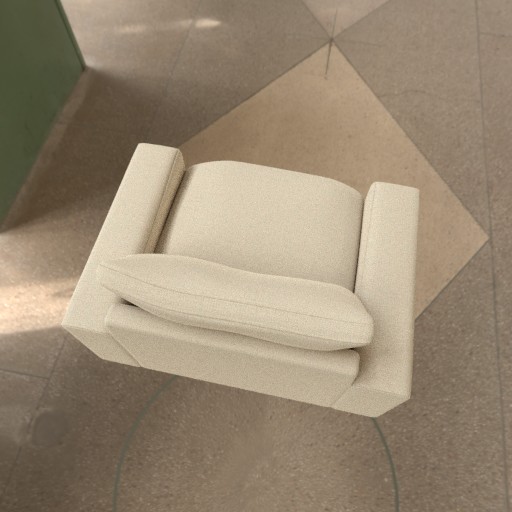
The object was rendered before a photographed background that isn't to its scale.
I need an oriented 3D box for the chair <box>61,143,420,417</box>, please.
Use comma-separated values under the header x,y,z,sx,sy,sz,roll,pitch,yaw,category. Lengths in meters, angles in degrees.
x,y,z,sx,sy,sz,roll,pitch,yaw,category
0.000,0.000,2.032,1.398,0.915,1.039,11,63,5,chair
